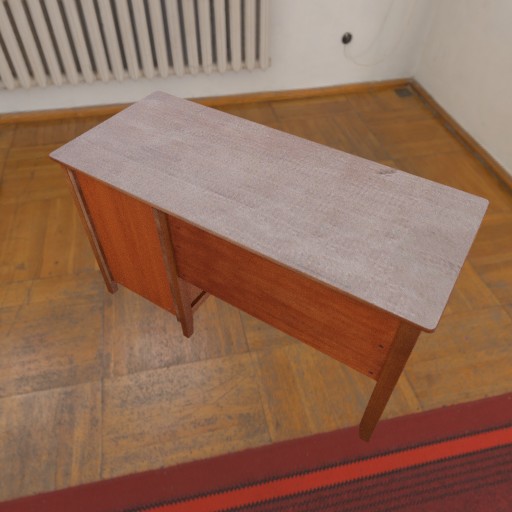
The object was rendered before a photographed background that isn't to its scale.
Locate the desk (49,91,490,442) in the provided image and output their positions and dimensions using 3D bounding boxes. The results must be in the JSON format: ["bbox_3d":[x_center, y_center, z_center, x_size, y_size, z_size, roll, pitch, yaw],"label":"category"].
[{"bbox_3d":[0.000,0.000,1.721,1.353,0.756,0.574,25,51,22],"label":"desk"}]
